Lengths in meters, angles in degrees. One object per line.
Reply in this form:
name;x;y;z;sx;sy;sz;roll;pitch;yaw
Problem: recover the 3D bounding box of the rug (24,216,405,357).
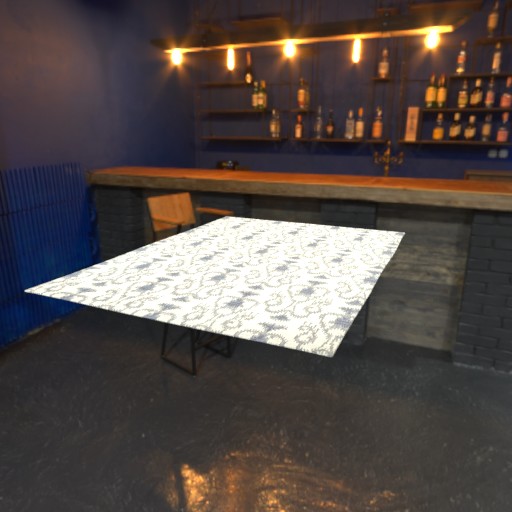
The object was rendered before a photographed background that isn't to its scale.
rug;0.000;0.000;2.993;1.676;0.013;2.261;7;18;24
